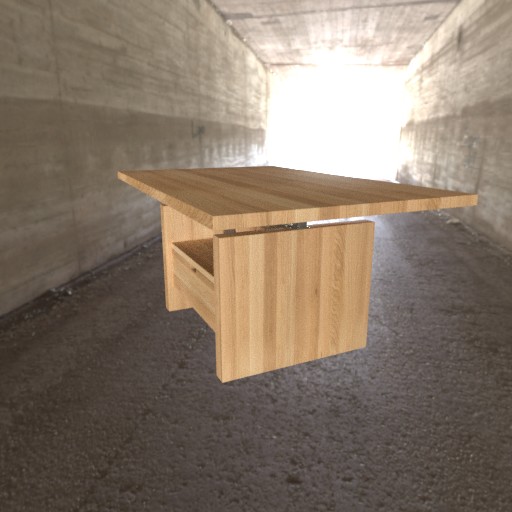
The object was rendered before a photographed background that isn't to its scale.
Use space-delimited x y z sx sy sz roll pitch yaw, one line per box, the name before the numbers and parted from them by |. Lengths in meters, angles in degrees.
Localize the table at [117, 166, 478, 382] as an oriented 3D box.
table | 0.000 0.000 1.502 0.700 0.510 1.100 -7 17 -25
